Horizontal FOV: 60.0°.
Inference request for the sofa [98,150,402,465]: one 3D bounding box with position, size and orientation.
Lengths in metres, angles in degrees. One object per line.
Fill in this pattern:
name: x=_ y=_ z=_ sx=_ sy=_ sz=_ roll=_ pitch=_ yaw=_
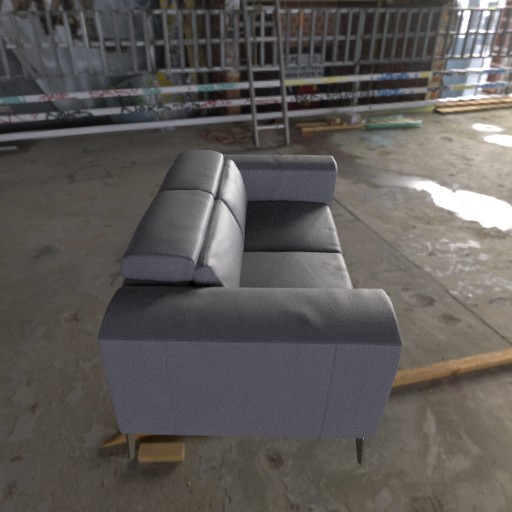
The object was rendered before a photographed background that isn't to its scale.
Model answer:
sofa: x=0.000 y=0.000 z=2.323 sx=1.003 sy=0.779 sz=1.895 roll=1 pitch=31 yaw=1
